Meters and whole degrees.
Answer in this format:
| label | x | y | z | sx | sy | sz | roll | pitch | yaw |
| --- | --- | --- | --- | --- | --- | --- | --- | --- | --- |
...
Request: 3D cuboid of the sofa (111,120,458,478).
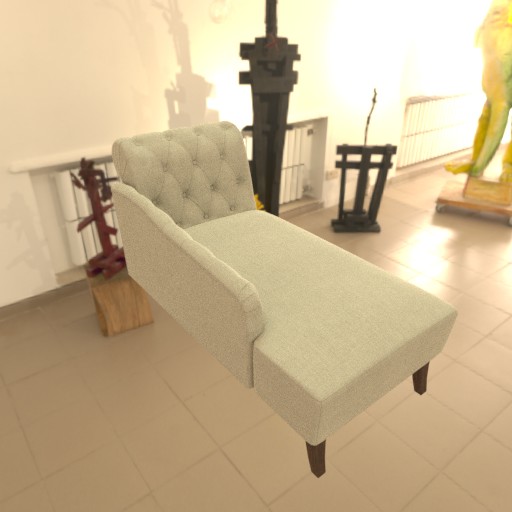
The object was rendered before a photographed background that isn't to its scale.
| label | x | y | z | sx | sy | sz | roll | pitch | yaw |
| --- | --- | --- | --- | --- | --- | --- | --- | --- | --- |
| sofa | 0.000 | 0.000 | 1.770 | 0.675 | 0.787 | 1.379 | -21 | 35 | -33 |
